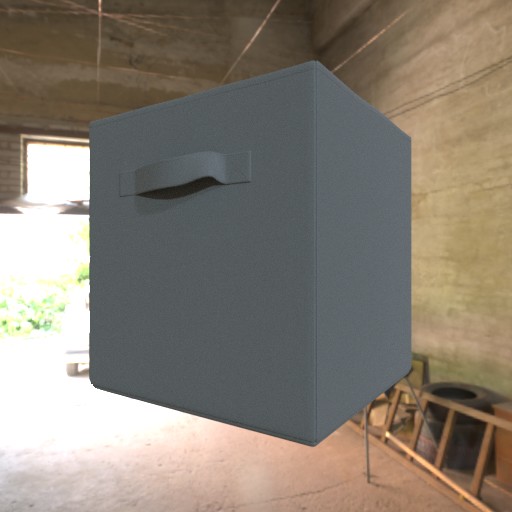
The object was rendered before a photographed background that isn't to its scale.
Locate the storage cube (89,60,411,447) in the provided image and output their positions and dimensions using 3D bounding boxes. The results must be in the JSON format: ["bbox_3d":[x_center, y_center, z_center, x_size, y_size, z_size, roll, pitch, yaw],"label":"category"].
[{"bbox_3d":[0.000,0.000,0.487,0.270,0.280,0.270,0,0,34],"label":"storage cube"}]
